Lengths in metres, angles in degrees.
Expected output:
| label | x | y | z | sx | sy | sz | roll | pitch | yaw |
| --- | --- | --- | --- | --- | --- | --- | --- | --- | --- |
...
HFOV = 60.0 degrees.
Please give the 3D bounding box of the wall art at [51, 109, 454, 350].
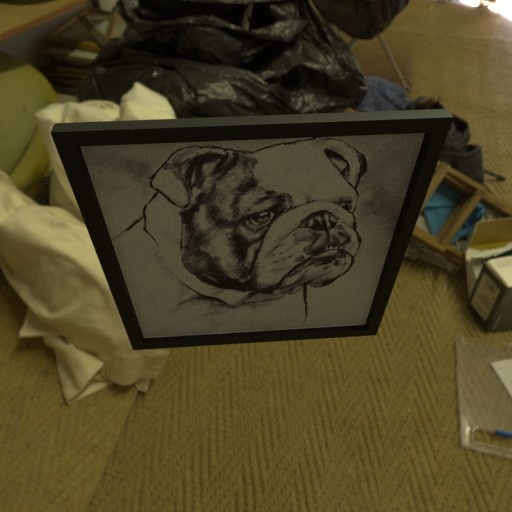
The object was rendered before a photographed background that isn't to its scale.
| label | x | y | z | sx | sy | sz | roll | pitch | yaw |
| --- | --- | --- | --- | --- | --- | --- | --- | --- | --- |
| wall art | 0.000 | 0.000 | 0.670 | 0.456 | 0.453 | 0.022 | -3 | 47 | -3 |
